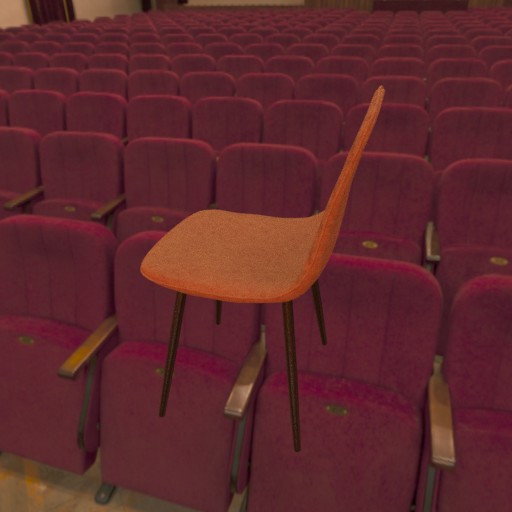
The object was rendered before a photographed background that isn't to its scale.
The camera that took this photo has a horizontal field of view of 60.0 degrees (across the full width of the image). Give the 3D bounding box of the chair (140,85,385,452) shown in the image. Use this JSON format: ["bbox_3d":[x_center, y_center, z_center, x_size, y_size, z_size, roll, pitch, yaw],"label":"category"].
[{"bbox_3d":[0.000,0.000,1.208,0.561,0.889,0.472,8,30,15],"label":"chair"}]
